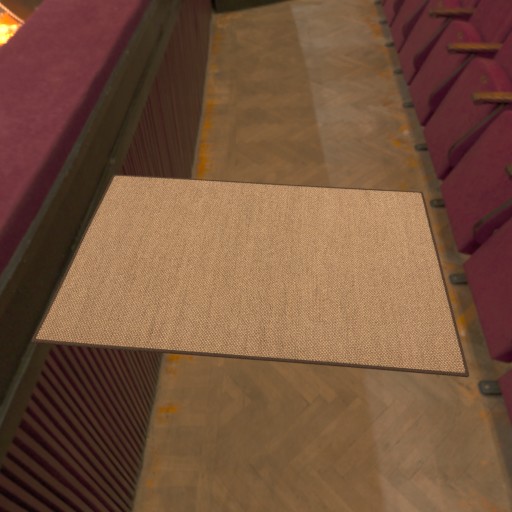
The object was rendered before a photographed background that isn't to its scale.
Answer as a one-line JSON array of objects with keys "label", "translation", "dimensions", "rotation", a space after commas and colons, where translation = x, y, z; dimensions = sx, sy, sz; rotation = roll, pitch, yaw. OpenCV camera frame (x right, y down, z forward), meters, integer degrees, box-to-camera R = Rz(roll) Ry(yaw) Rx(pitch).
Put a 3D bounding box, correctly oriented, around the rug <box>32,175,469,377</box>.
[{"label": "rug", "translation": [0.000, 0.000, 2.037], "dimensions": [1.676, 0.013, 1.067], "rotation": [4, 48, 3]}]
